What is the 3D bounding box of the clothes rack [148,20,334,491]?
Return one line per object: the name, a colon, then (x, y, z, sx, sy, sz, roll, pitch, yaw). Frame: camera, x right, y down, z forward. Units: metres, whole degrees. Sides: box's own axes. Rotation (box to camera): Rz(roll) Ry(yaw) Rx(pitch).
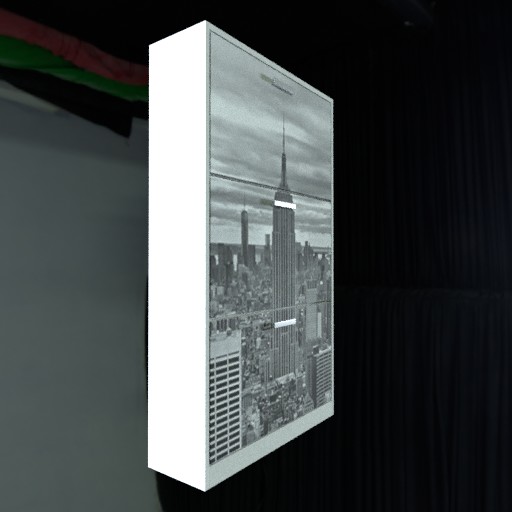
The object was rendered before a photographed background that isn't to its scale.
clothes rack: (0.000, 0.000, 1.570, 0.250, 1.280, 0.750, 0, -1, 37)
